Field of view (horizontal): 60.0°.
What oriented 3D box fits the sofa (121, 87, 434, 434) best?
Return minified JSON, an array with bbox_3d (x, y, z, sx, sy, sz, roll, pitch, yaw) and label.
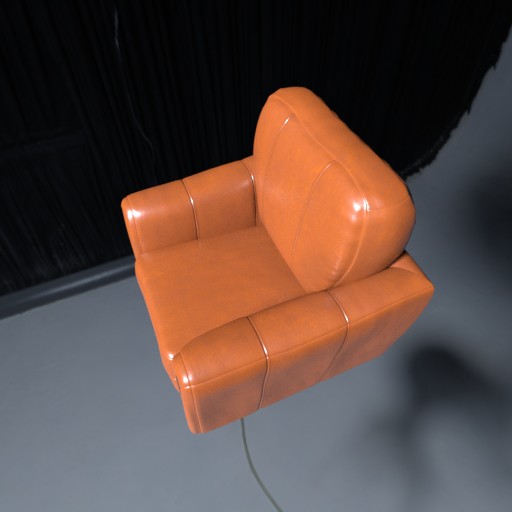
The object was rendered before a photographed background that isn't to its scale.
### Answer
[{"bbox_3d":[0.000,0.000,1.501,0.789,0.876,0.836,-17,50,-15],"label":"sofa"}]
